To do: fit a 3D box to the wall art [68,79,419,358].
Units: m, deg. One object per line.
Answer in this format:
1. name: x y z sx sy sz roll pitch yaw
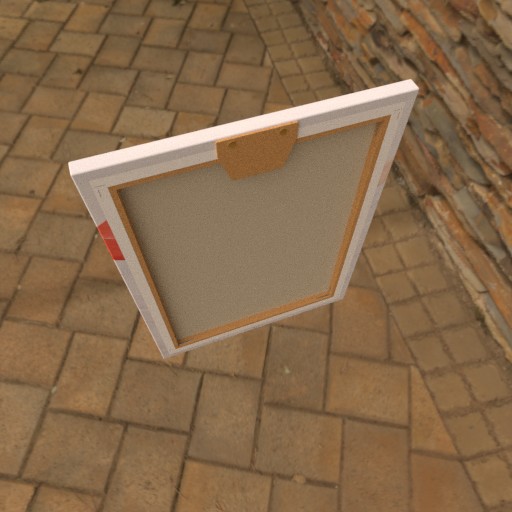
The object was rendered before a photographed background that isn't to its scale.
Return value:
1. wall art: 0.000 0.000 1.343 0.759 1.014 0.045 -17 59 -11
